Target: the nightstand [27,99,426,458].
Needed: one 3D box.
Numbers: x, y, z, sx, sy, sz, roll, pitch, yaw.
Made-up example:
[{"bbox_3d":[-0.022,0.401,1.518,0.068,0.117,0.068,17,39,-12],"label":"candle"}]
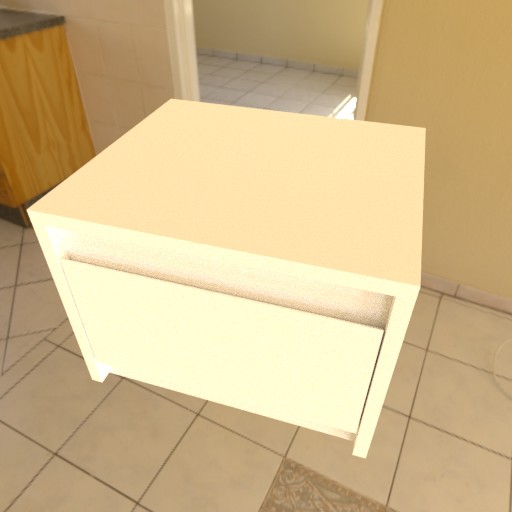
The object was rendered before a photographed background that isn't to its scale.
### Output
[{"bbox_3d":[0.000,0.000,0.757,0.470,0.351,0.408,11,40,13],"label":"nightstand"}]
